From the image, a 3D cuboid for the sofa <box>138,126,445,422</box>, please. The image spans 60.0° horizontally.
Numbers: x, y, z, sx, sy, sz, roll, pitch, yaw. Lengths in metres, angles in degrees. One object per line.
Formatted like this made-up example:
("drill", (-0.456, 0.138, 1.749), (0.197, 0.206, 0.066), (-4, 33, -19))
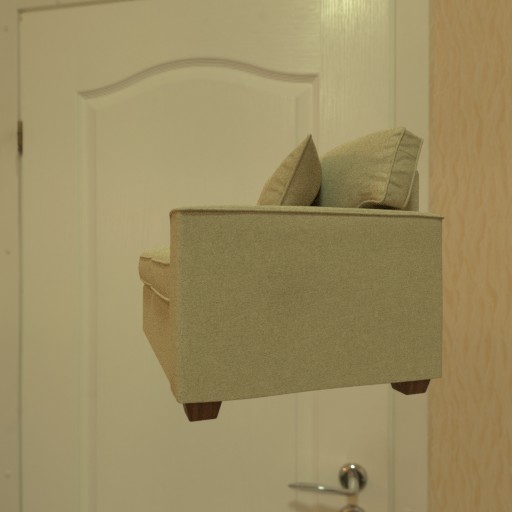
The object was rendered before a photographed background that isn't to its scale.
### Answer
("sofa", (0.000, 0.000, 2.087), (0.991, 0.989, 1.388), (0, 1, -19))
